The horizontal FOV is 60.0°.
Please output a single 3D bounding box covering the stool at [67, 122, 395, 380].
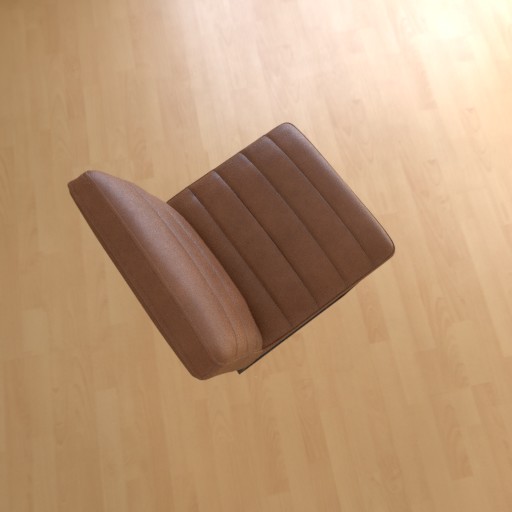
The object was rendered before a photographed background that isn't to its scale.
[{"bbox_3d":[0.000,0.000,1.224,0.556,0.940,0.458,-35,78,-9],"label":"stool"}]
